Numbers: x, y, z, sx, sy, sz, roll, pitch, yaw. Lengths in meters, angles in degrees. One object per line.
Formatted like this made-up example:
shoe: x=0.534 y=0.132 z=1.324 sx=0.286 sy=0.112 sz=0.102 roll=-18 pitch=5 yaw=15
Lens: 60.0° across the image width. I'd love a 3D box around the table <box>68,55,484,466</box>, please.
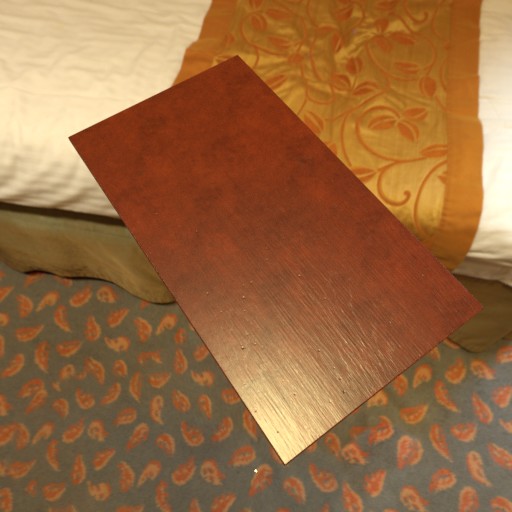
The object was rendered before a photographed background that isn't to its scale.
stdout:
table: x=0.000 y=0.000 z=1.252 sx=0.533 sy=0.456 sz=0.943 roll=-32 pitch=68 yaw=-15
